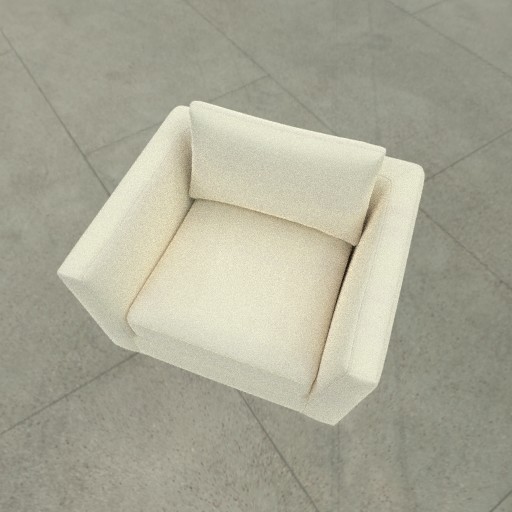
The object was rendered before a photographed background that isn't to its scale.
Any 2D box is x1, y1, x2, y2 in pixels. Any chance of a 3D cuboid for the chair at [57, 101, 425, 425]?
[{"bbox_3d":[0.000,0.000,1.729,1.041,0.865,0.889,17,59,11],"label":"chair"}]
